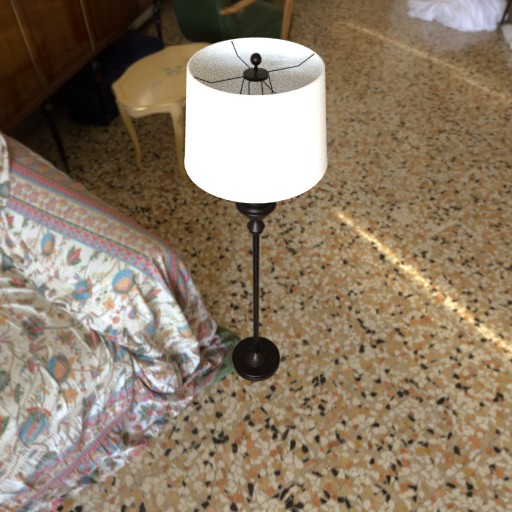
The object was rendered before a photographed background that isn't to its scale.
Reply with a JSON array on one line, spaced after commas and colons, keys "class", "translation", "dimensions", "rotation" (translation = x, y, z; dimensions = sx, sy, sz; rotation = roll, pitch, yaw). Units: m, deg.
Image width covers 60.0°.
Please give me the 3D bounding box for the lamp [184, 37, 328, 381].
[{"class": "lamp", "translation": [0.000, 0.000, 1.657], "dimensions": [0.431, 1.484, 0.431], "rotation": [0, 46, 0]}]
